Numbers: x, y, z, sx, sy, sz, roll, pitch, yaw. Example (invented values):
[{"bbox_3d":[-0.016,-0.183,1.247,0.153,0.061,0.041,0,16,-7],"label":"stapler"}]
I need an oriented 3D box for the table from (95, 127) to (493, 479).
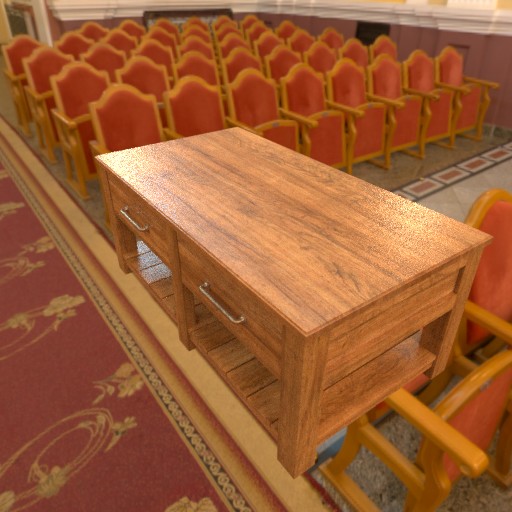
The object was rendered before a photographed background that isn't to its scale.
[{"bbox_3d":[0.000,0.000,1.471,0.635,0.480,1.150,-21,38,-29],"label":"table"}]
